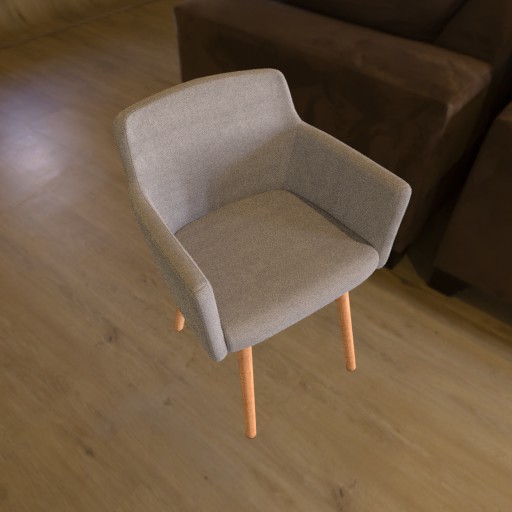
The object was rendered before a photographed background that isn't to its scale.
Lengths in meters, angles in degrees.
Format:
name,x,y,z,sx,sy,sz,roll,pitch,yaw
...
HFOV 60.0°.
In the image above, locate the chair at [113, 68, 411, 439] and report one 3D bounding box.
name,x,y,z,sx,sy,sz,roll,pitch,yaw
chair,0.000,0.000,1.187,0.570,0.780,0.540,-26,51,-23
